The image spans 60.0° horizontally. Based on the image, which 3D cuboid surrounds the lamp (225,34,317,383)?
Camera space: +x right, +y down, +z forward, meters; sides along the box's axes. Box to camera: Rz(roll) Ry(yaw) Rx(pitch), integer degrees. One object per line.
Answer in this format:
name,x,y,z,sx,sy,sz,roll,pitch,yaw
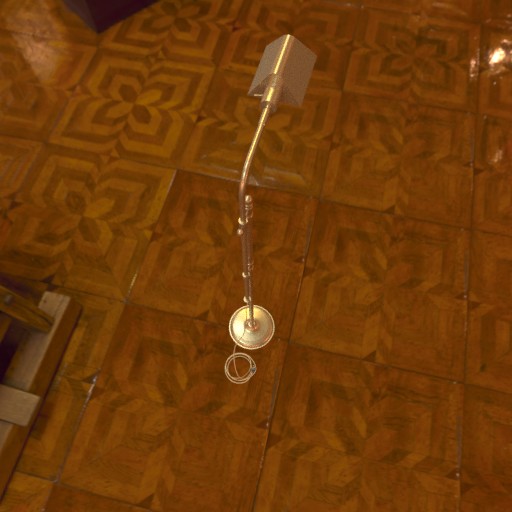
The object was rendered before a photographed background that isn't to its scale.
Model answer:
lamp,0.000,0.000,1.845,0.256,1.571,0.813,15,66,7
